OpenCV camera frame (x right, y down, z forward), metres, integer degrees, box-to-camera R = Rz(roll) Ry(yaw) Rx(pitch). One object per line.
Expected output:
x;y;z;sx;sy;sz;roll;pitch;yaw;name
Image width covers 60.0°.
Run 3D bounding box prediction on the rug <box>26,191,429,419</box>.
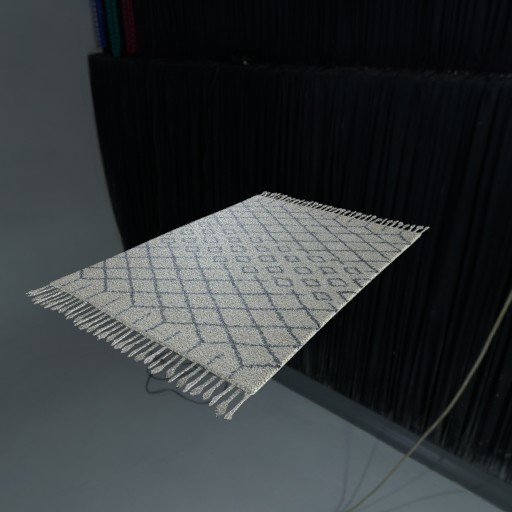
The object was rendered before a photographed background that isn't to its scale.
0.000;0.000;3.192;1.664;0.029;2.615;18;32;33;rug
